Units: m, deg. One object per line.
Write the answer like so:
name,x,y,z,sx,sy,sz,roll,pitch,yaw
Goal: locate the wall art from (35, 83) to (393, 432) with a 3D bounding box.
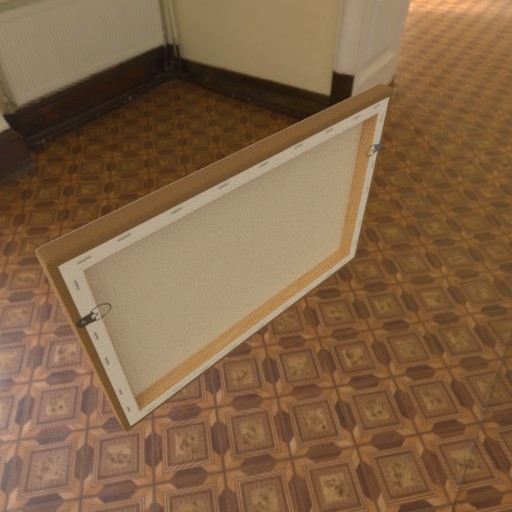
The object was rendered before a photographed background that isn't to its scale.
wall art,0.000,0.000,0.467,0.380,0.254,0.019,-33,53,-29
